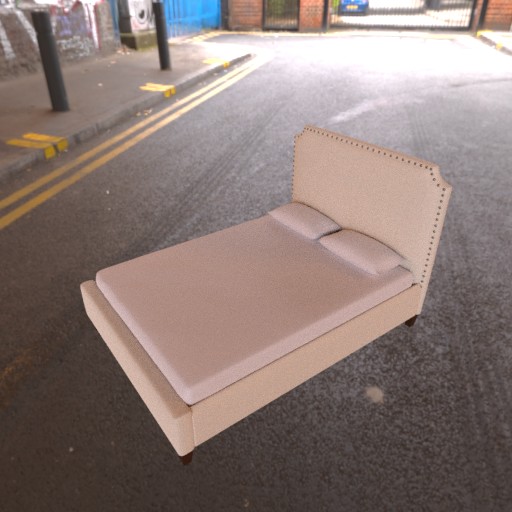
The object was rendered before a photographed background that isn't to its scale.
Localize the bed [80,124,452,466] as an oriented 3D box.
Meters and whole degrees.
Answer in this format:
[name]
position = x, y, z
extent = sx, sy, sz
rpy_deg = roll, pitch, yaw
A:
[bed]
position = 0.000, 0.000, 3.528
extent = 2.372, 1.443, 1.712
rpy_deg = -21, 37, -31
